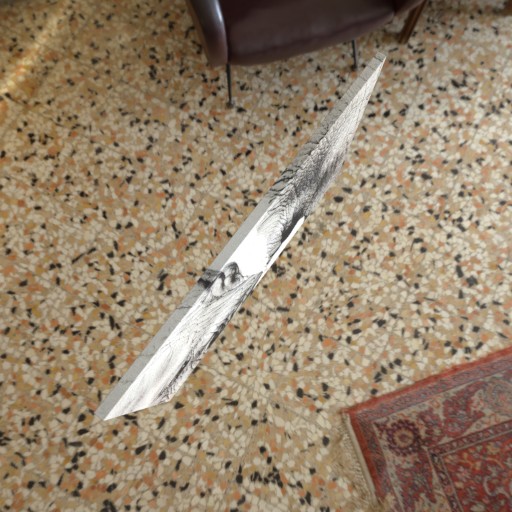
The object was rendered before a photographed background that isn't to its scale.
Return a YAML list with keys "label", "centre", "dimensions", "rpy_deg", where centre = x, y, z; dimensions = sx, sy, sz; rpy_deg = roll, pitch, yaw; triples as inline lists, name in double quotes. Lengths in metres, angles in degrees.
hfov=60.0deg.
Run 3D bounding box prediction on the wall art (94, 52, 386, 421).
- label: "wall art"
  centre: [0.000, 0.000, 1.150]
  dimensions: [0.023, 0.607, 0.914]
  rpy_deg: [35, 78, 9]
